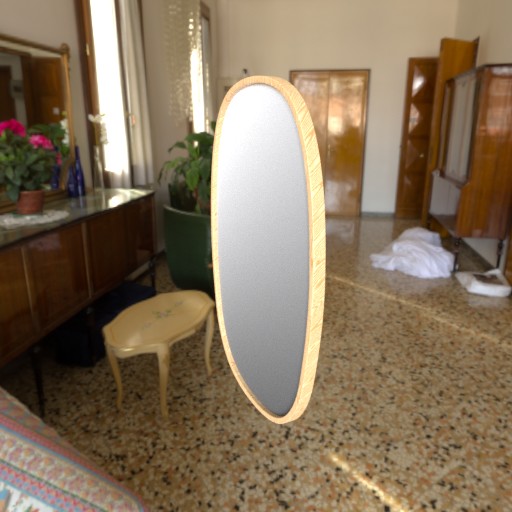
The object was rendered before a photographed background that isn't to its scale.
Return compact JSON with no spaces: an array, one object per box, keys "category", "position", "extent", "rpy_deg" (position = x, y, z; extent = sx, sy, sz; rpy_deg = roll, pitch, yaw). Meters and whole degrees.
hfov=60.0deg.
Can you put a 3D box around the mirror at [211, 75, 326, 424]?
[{"category":"mirror","position":[0.000,0.000,1.427],"extent":[0.037,1.075,0.724],"rpy_deg":[-8,18,-25]}]
